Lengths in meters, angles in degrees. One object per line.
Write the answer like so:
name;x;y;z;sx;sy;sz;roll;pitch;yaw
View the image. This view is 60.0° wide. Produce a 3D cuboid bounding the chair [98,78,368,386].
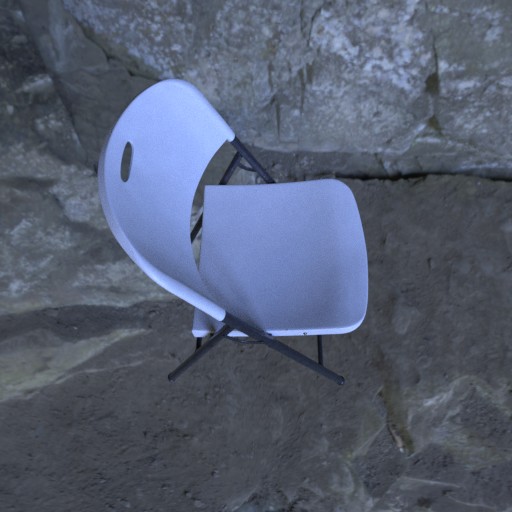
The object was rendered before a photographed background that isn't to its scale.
chair;0.000;0.000;1.153;0.566;0.810;0.494;1;62;0
